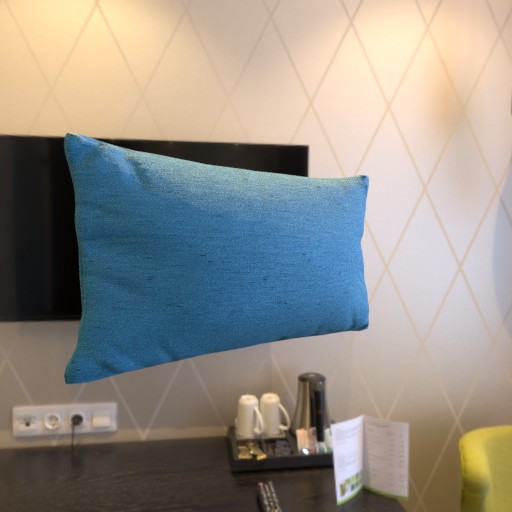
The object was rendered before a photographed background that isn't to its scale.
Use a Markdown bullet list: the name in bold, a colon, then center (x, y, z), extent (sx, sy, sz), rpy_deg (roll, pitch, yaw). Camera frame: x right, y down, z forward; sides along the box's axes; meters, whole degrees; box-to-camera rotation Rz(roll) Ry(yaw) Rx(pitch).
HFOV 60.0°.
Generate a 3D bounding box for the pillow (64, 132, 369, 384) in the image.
- **pillow**: center (0.000, 0.000, 0.775), extent (0.633, 0.338, 0.210), rpy_deg (-1, 2, -38)
